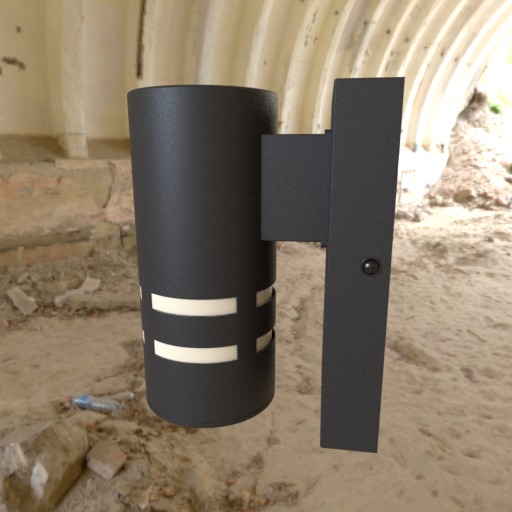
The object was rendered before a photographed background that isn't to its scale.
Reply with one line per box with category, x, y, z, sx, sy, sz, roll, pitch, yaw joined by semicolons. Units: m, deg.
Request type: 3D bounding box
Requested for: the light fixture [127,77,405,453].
light fixture;0.000;0.000;0.257;0.138;0.179;0.098;2;14;8
